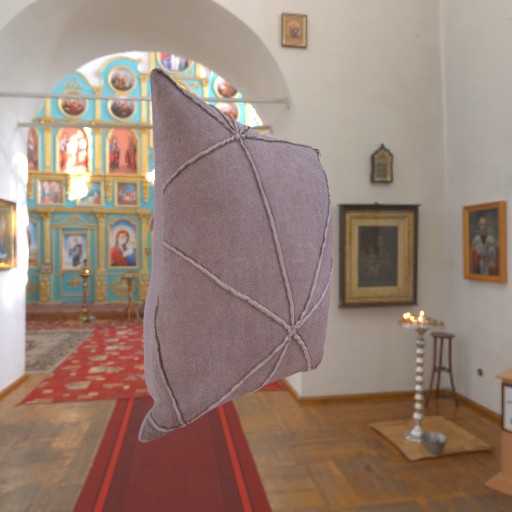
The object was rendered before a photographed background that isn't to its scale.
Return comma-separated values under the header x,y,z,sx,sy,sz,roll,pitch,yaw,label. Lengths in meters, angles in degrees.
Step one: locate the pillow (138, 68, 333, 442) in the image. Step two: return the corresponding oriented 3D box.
x,y,z,sx,sy,sz,roll,pitch,yaw,label
0.000,0.000,0.688,0.185,0.440,0.439,-1,-1,35,pillow
